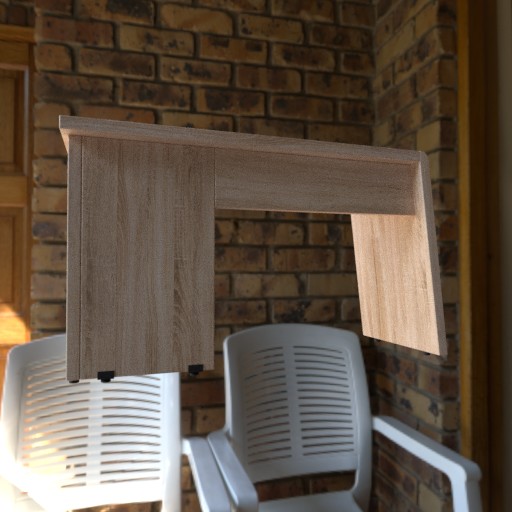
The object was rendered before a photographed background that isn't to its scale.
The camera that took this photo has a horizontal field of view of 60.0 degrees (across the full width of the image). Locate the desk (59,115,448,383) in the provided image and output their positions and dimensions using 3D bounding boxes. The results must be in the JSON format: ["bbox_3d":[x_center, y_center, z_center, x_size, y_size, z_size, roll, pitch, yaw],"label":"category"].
[{"bbox_3d":[0.000,0.000,1.643,1.300,0.750,0.500,0,-1,-19],"label":"desk"}]
